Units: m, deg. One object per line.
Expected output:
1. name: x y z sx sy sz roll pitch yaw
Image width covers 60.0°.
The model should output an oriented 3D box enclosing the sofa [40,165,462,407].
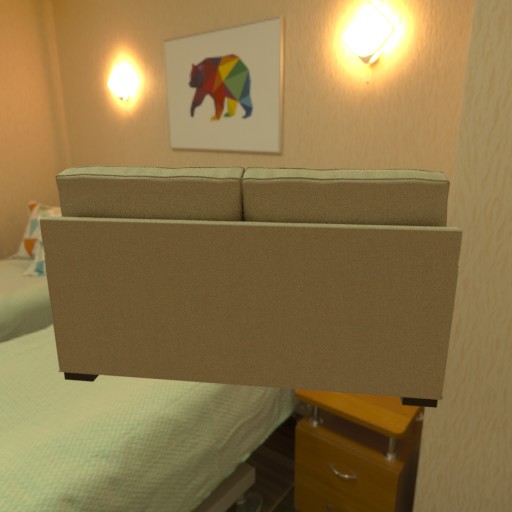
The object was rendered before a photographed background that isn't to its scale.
1. sofa: 0.000 0.000 2.028 1.484 0.853 0.942 2 16 7
